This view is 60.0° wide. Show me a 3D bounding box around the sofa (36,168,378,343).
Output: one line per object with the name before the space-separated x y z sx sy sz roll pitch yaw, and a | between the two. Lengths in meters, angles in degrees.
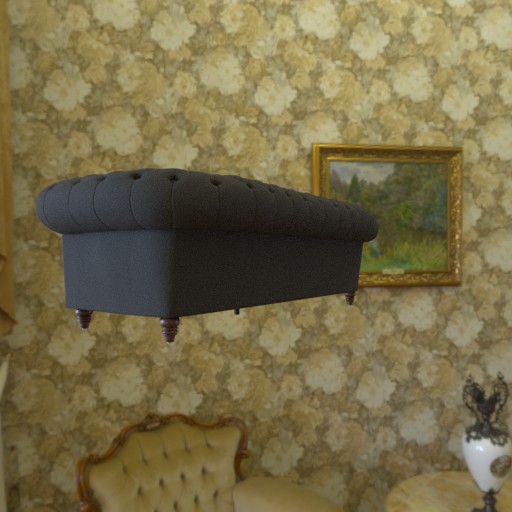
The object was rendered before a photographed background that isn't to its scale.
sofa | 0.000 0.000 2.805 0.991 0.762 2.362 0 0 36
